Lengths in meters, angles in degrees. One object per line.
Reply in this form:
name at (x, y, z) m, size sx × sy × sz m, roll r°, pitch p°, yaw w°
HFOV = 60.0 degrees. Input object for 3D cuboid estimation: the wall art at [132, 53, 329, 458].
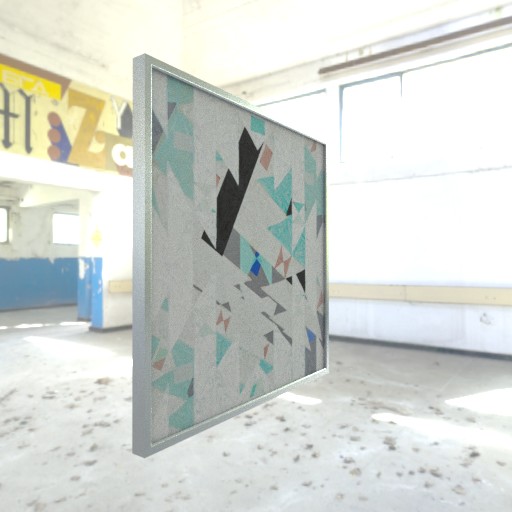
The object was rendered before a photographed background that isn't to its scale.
wall art at (0.000, 0.000, 1.220) m, size 0.038 × 0.806 × 0.806 m, roll 0°, pitch 0°, yaw 36°
